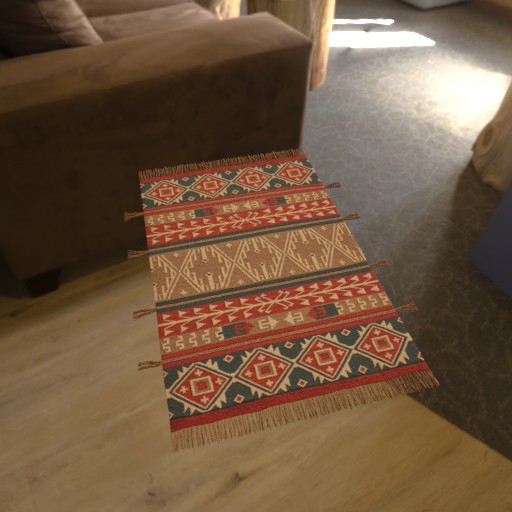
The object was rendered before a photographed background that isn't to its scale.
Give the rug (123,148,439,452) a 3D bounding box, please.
[{"bbox_3d":[0.000,0.000,2.599,1.469,0.040,2.025,-10,48,-10],"label":"rug"}]
